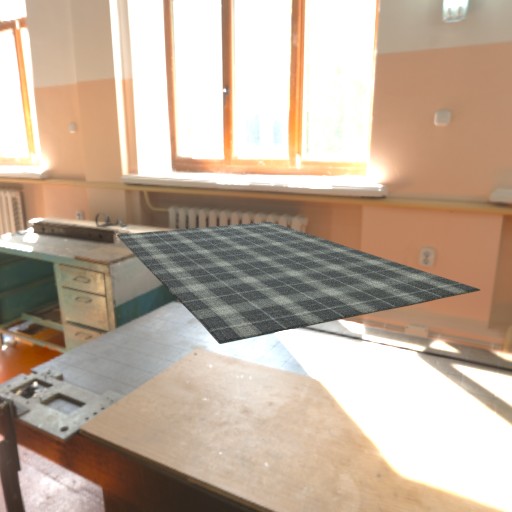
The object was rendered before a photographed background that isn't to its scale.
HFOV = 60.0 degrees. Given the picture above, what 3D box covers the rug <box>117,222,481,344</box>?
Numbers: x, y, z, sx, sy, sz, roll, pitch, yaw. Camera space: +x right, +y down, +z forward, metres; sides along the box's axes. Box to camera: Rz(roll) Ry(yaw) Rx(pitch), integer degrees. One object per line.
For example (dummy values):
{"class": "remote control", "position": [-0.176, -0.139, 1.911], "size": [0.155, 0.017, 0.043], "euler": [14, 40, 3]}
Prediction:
{"class": "rug", "position": [0.000, 0.000, 3.125], "size": [1.520, 0.015, 2.434], "euler": [-7, 16, -25]}
